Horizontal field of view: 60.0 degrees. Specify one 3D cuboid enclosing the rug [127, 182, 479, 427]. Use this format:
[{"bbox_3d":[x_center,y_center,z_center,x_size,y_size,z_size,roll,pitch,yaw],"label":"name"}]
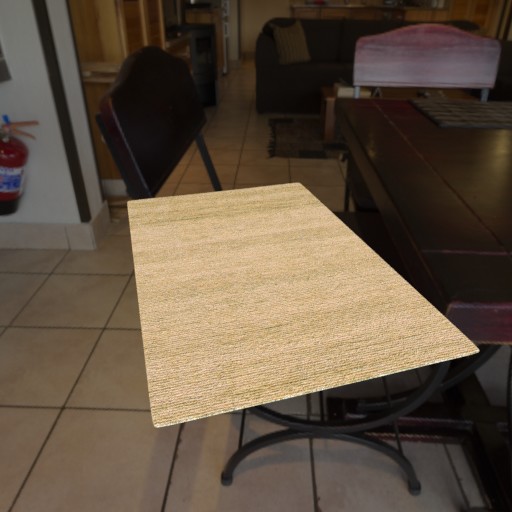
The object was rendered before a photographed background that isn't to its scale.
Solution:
[{"bbox_3d":[0.000,0.000,2.152,1.143,0.010,1.758,-8,31,-14],"label":"rug"}]
